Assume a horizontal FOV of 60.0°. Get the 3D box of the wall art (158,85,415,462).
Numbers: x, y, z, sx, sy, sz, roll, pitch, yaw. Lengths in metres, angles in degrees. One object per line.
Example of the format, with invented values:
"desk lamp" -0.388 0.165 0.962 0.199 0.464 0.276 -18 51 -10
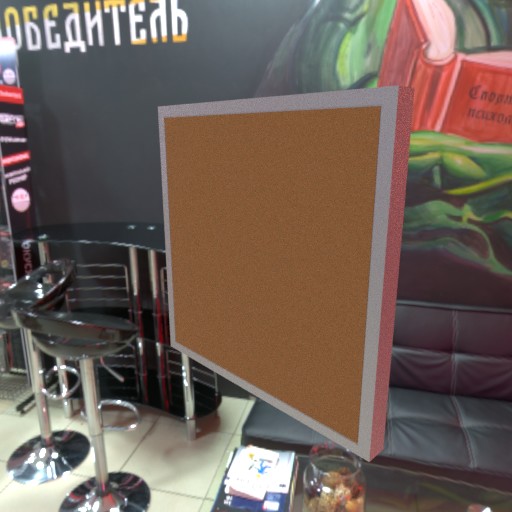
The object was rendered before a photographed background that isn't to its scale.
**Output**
"wall art" 0.000 0.000 0.757 0.038 0.506 0.506 -14 20 -42
